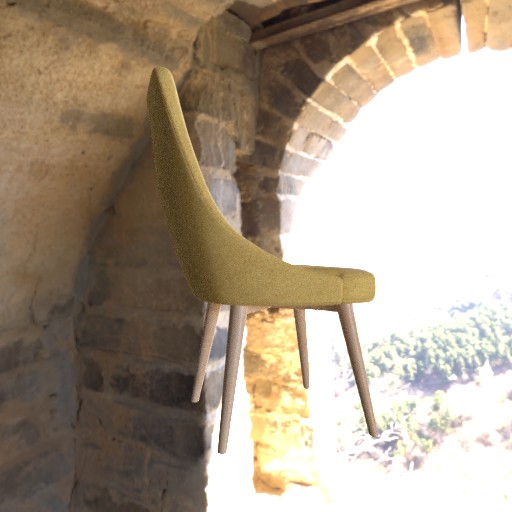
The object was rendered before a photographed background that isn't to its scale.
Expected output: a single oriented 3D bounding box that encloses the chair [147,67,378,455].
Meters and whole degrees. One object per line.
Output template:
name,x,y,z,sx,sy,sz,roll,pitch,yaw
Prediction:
chair,0.000,0.000,1.408,0.660,1.040,0.510,0,1,-18
